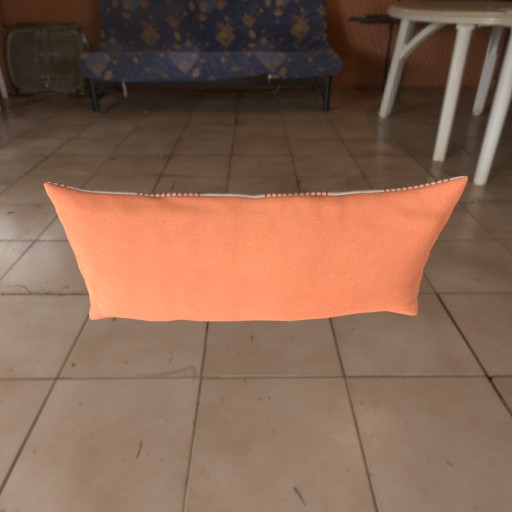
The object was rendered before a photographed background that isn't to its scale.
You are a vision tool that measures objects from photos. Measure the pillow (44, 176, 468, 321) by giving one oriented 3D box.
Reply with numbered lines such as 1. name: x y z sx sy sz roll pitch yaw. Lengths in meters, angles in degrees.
1. pillow: 0.000 0.000 0.729 0.608 0.292 0.156 -1 31 -1
